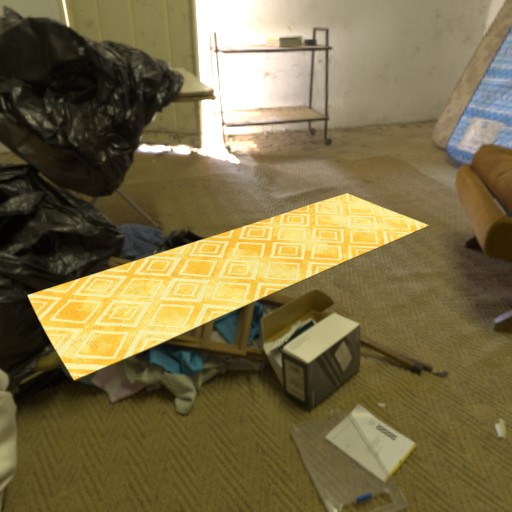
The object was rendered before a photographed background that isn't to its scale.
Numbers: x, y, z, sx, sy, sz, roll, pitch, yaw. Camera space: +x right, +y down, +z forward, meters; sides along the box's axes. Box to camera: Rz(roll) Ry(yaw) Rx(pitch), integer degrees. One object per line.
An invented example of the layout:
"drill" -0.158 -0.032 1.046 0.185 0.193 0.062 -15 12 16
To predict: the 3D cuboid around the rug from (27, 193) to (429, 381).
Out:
"rug" 0.000 0.000 2.693 2.438 0.010 0.775 -20 35 -32
